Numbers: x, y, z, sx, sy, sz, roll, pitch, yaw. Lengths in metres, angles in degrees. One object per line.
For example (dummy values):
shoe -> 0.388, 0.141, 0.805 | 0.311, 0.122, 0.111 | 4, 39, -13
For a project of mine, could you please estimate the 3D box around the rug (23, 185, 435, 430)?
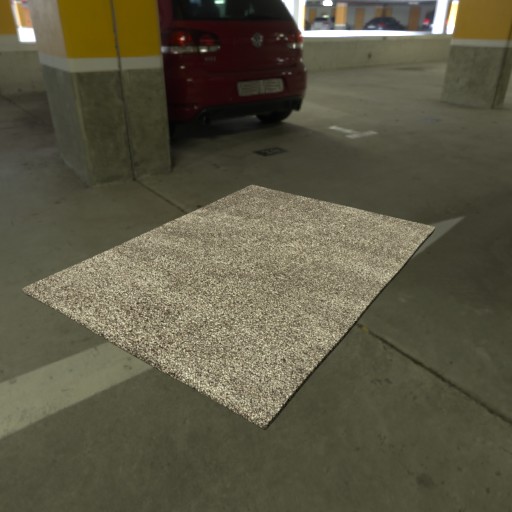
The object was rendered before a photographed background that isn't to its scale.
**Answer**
rug -> 0.000, 0.000, 2.076 | 1.198, 0.025, 1.601 | 18, 33, 31
